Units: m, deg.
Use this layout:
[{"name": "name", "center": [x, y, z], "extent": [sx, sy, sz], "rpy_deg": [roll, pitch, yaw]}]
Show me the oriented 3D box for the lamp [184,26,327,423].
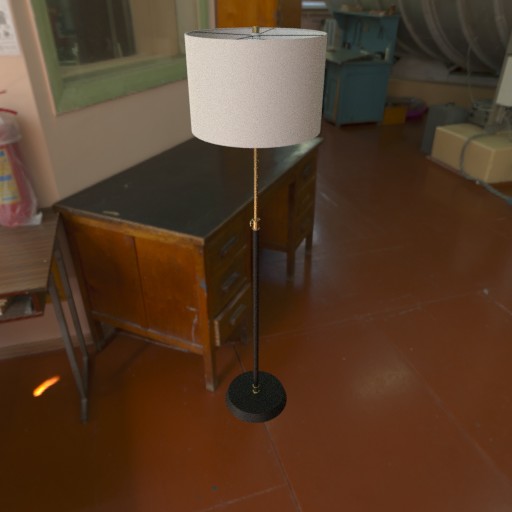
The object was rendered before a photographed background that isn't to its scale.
[{"name": "lamp", "center": [0.000, 0.000, 1.646], "extent": [0.404, 1.517, 0.404], "rpy_deg": [9, 32, 14]}]
